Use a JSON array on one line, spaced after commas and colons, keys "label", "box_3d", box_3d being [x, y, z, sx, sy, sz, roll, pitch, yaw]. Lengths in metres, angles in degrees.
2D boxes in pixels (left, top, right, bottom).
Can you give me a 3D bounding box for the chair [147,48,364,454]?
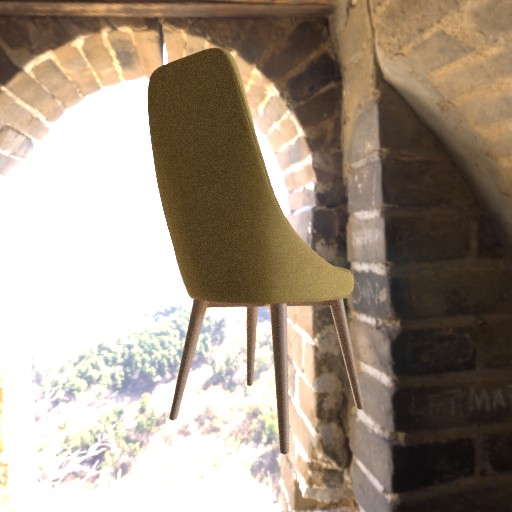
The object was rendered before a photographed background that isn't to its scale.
[{"label": "chair", "box_3d": [0.000, 0.000, 1.414, 0.510, 1.040, 0.660, 0, 0, 36]}]
